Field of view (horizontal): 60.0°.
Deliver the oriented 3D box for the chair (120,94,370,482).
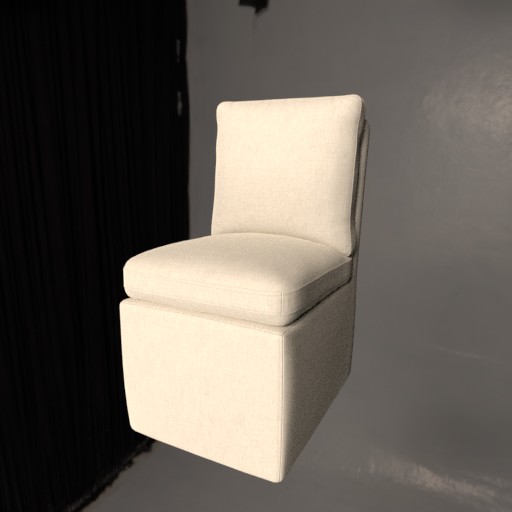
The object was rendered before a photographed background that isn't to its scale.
[{"bbox_3d":[0.000,0.000,1.322,0.503,0.927,0.698,7,15,27],"label":"chair"}]
